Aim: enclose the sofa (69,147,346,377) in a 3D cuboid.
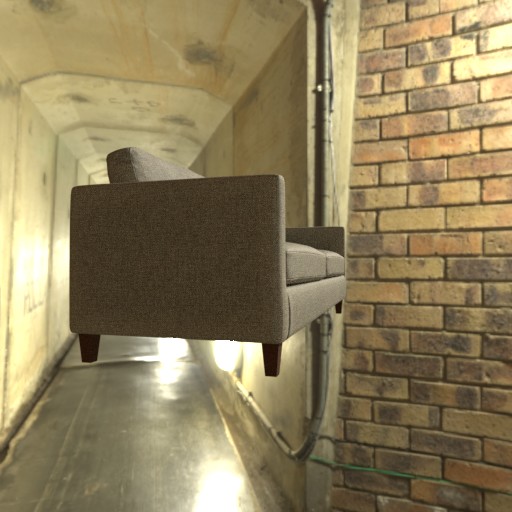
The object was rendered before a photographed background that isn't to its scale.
[{"bbox_3d":[0.000,0.000,2.875,0.948,0.951,2.434,0,-1,17],"label":"sofa"}]
